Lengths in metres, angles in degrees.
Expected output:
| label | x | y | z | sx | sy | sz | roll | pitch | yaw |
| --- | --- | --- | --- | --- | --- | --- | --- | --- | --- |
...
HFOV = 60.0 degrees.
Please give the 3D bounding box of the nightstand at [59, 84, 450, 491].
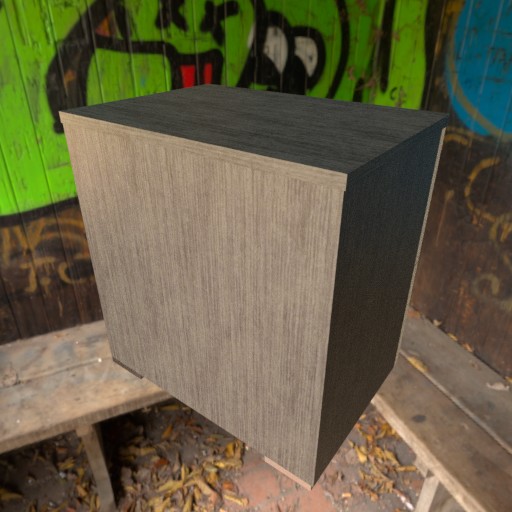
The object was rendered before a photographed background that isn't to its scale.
| label | x | y | z | sx | sy | sz | roll | pitch | yaw |
| --- | --- | --- | --- | --- | --- | --- | --- | --- | --- |
| nightstand | 0.000 | 0.000 | 0.728 | 0.441 | 0.460 | 0.325 | 20 | 35 | 31 |
